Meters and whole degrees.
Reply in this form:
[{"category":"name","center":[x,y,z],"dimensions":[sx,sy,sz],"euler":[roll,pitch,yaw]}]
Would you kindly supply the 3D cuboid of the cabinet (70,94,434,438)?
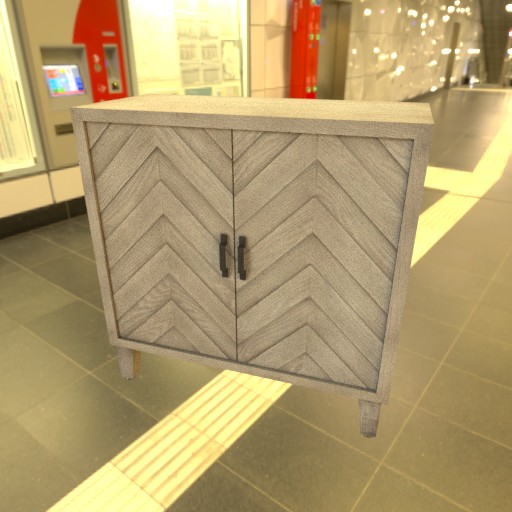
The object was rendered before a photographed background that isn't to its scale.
[{"category":"cabinet","center":[0.000,0.000,1.216],"dimensions":[0.781,0.787,0.370],"euler":[8,26,16]}]
